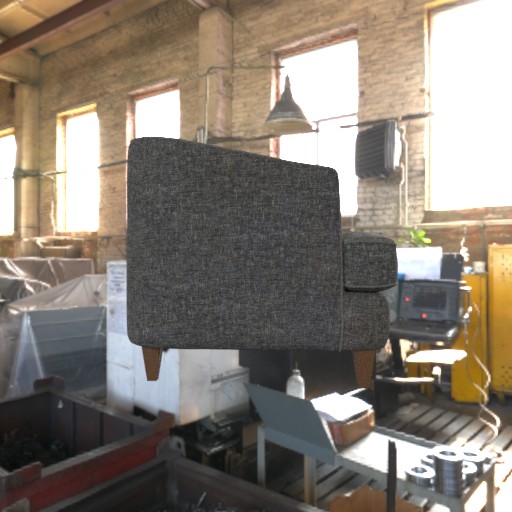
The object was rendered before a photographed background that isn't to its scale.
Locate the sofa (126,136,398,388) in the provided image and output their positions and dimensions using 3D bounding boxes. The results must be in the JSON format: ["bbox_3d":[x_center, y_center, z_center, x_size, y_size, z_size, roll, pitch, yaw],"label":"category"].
[{"bbox_3d":[0.000,0.000,2.233,0.941,0.855,1.733,0,0,0],"label":"sofa"}]
